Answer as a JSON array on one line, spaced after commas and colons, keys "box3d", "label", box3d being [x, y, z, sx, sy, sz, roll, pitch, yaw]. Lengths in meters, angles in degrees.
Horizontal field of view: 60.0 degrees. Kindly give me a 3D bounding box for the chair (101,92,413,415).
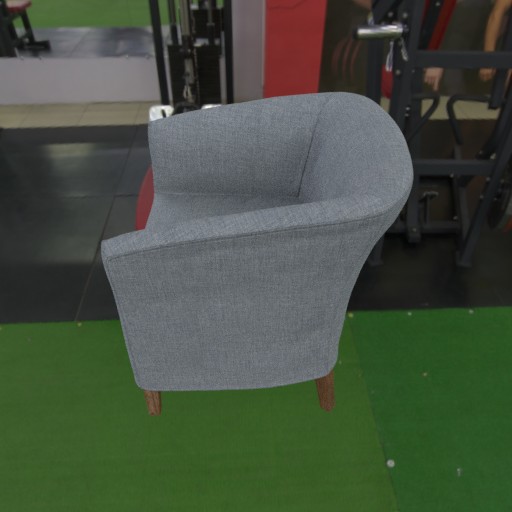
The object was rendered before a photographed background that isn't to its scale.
[{"box3d": [0.000, 0.000, 1.263, 0.668, 0.771, 0.600, 0, 42, 0], "label": "chair"}]
